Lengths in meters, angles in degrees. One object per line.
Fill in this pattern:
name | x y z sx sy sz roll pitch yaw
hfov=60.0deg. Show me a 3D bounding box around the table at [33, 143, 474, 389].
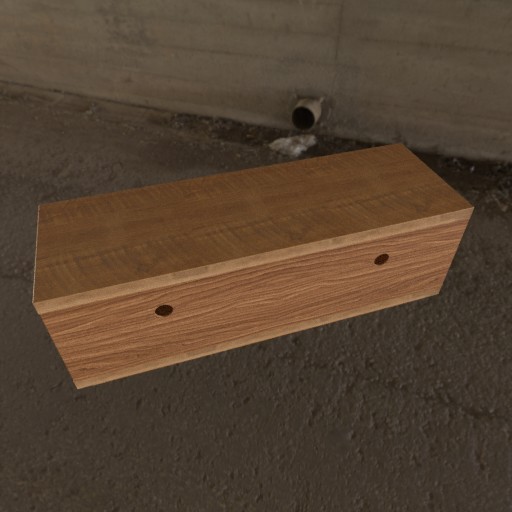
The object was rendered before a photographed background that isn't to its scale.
table | 0.000 0.000 1.773 1.499 0.491 0.499 -12 44 -13
